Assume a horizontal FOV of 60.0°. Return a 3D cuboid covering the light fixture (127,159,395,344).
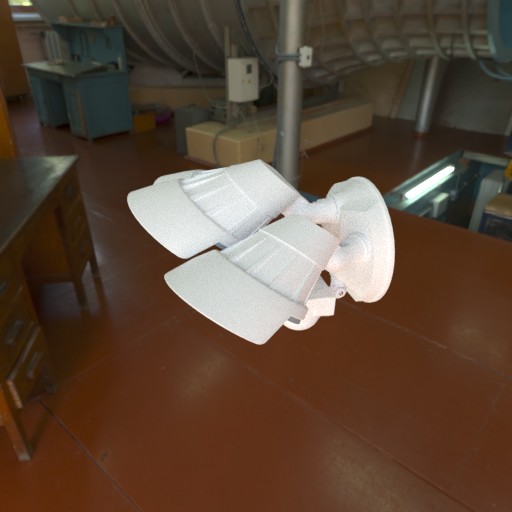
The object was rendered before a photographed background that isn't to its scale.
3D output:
[{"bbox_3d":[0.000,0.000,0.539,0.278,0.237,0.369,-7,31,-12],"label":"light fixture"}]
